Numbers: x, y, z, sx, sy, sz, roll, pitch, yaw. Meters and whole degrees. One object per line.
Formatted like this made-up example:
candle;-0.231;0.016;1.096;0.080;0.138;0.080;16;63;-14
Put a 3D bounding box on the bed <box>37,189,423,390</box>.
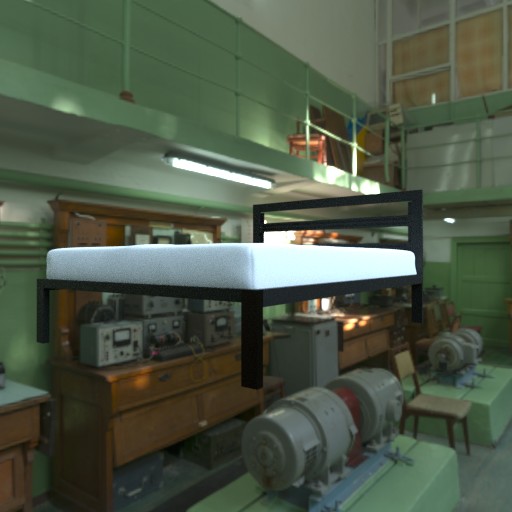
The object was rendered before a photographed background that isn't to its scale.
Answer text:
bed;0.000;0.000;2.857;1.524;0.967;2.062;0;0;36
